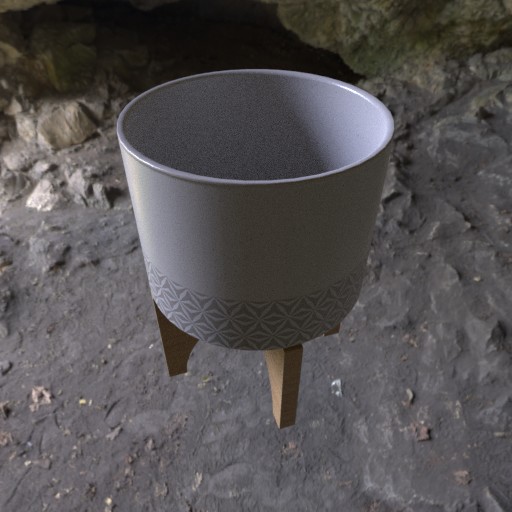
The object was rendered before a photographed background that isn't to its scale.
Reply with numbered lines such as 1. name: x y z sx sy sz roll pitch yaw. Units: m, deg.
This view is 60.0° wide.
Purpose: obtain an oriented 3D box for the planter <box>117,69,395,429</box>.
1. planter: 0.000 0.000 0.391 0.188 0.260 0.188 0 40 0
